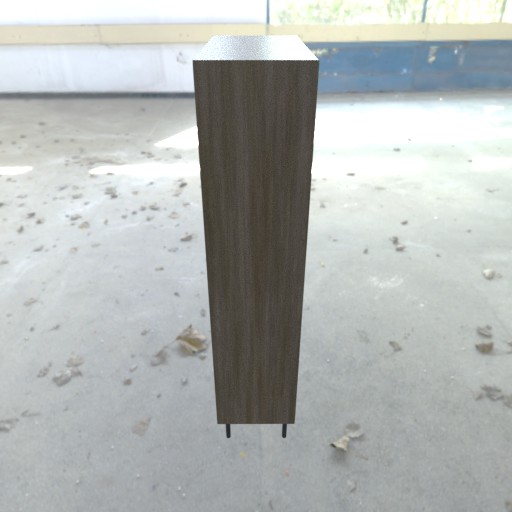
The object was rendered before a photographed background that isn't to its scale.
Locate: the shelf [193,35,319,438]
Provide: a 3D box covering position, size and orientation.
[{"bbox_3d":[0.000,0.000,1.790,0.323,1.545,0.670,0,31,0],"label":"shelf"}]
